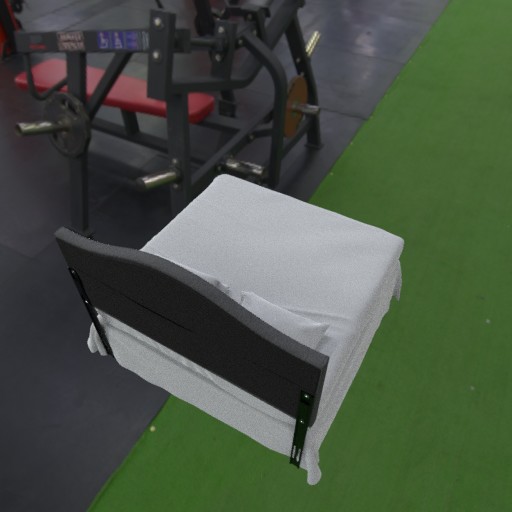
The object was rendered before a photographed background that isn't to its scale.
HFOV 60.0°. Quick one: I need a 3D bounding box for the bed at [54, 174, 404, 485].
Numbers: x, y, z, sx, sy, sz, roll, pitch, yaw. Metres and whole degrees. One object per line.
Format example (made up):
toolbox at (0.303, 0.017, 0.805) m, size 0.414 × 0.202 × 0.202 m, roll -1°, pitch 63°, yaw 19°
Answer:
bed at (0.000, 0.000, 3.675) m, size 2.314 × 1.651 × 2.219 m, roll 23°, pitch 51°, yaw 20°
